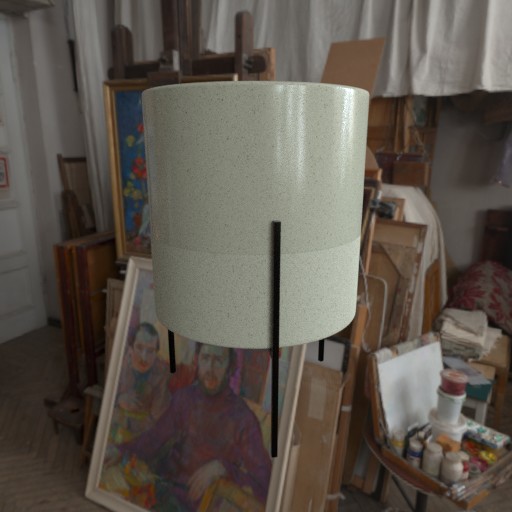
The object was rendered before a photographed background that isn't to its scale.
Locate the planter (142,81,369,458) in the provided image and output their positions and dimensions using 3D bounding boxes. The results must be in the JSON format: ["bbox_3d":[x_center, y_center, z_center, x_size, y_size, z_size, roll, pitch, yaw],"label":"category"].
[{"bbox_3d":[0.000,0.000,0.687,0.314,0.475,0.323,-2,15,-9],"label":"planter"}]
